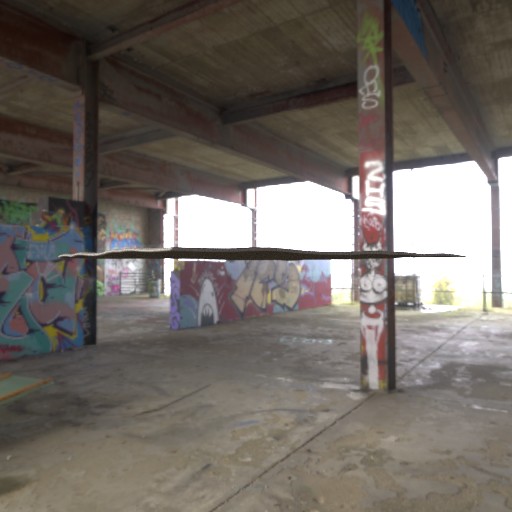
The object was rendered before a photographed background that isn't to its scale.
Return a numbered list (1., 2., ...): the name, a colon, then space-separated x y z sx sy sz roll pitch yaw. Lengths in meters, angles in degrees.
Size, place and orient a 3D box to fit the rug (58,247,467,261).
1. rug: 0.000 0.000 0.903 0.642 0.008 0.551 1 -2 -36
